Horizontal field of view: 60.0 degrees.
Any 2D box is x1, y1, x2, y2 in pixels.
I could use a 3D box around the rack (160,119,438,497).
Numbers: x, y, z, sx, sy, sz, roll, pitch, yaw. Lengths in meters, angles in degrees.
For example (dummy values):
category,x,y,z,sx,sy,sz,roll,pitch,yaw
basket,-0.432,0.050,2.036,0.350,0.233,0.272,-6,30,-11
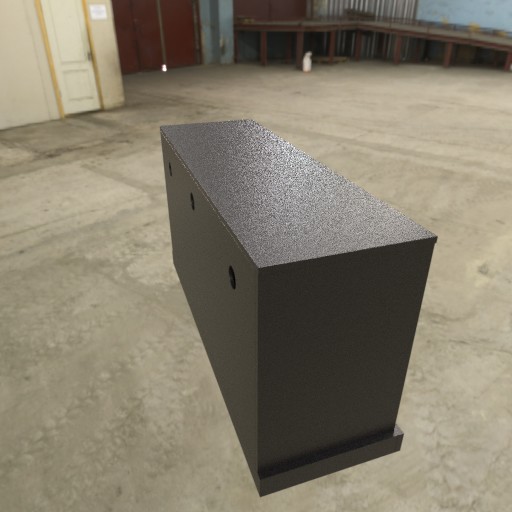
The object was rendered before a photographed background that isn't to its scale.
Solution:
category,x,y,z,sx,sy,sz,roll,pitch,yaw
rack,0.000,0.000,1.476,0.399,0.635,1.206,-9,30,-17
